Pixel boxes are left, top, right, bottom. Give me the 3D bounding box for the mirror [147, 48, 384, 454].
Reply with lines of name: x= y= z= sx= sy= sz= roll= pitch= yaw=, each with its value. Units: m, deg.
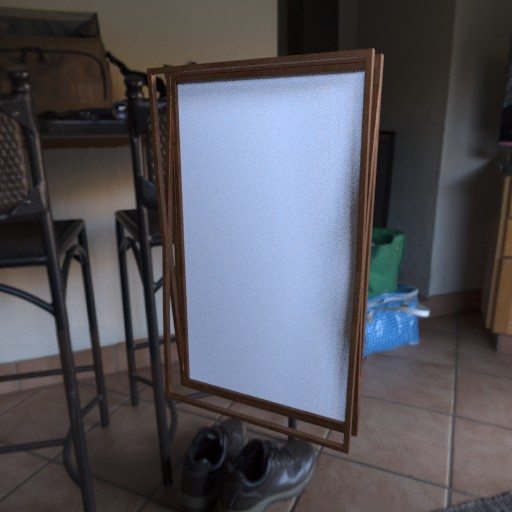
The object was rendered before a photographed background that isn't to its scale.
mirror: x=0.000 y=0.000 z=0.946 sx=0.468 sy=0.768 sz=0.082 roll=7 pitch=16 yaw=26
